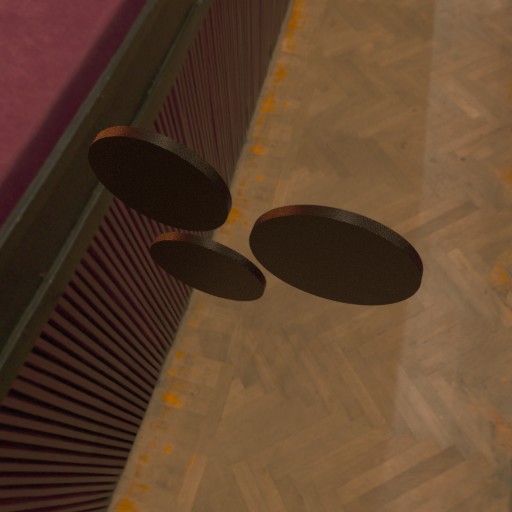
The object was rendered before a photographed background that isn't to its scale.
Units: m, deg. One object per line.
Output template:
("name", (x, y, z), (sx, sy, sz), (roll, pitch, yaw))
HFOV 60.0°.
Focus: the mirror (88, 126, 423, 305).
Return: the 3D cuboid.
("mirror", (0.000, 0.000, 3.198), (2.160, 2.096, 0.076), (17, 65, 8))
